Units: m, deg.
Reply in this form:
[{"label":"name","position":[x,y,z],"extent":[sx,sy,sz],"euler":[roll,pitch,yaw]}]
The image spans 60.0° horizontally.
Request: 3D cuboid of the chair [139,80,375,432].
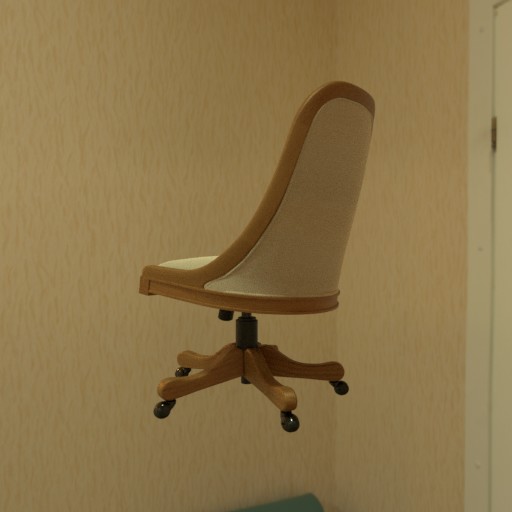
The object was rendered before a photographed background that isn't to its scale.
[{"label":"chair","position":[0.000,0.000,1.563],"extent":[0.811,1.009,0.702],"euler":[1,1,37]}]
